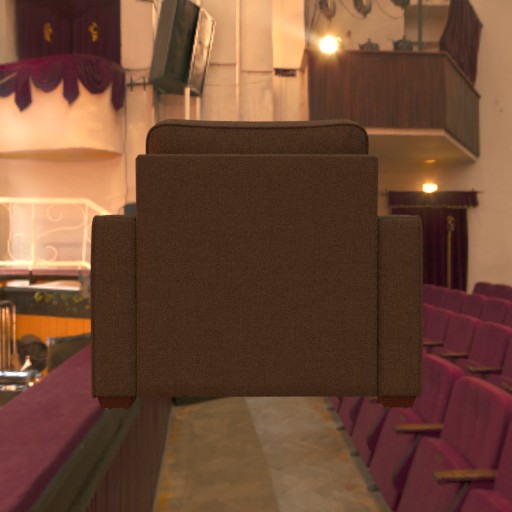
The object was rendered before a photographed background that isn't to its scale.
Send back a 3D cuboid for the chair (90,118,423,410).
[{"bbox_3d":[0.000,0.000,1.768,1.017,0.919,0.940,0,0,0],"label":"chair"}]
